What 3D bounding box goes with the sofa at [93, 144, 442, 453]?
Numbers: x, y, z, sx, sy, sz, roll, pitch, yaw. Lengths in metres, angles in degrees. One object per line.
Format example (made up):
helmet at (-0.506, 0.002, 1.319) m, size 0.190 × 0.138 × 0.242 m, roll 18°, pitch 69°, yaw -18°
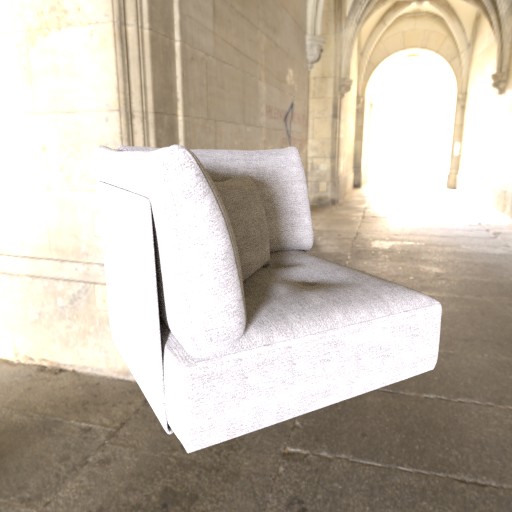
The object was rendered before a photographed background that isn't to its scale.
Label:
sofa at (0.000, 0.000, 1.685) m, size 1.000 × 0.820 × 1.000 m, roll -7°, pitch 16°, yaw -28°
